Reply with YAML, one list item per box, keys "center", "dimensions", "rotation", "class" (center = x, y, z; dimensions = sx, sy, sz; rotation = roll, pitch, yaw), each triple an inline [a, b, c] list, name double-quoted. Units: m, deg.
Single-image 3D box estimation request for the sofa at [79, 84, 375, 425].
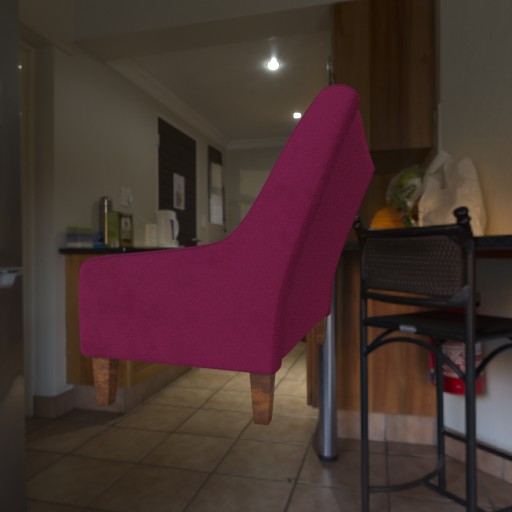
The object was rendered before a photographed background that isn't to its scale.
- center: [0.000, 0.000, 1.913]
  dimensions: [0.946, 0.976, 1.242]
  rotation: [0, 1, 17]
  class: "sofa"
